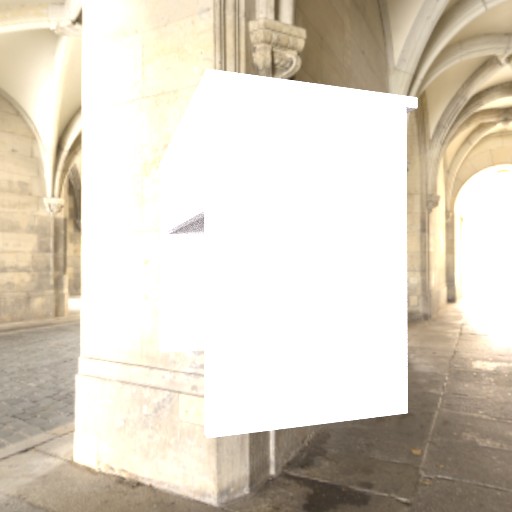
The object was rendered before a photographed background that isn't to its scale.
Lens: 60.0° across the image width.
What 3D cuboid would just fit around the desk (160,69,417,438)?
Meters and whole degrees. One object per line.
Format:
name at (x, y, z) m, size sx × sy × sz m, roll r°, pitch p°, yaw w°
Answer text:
desk at (0.000, 0.000, 1.379) m, size 0.498 × 0.729 × 0.900 m, roll 0°, pitch -1°, yaw -18°
